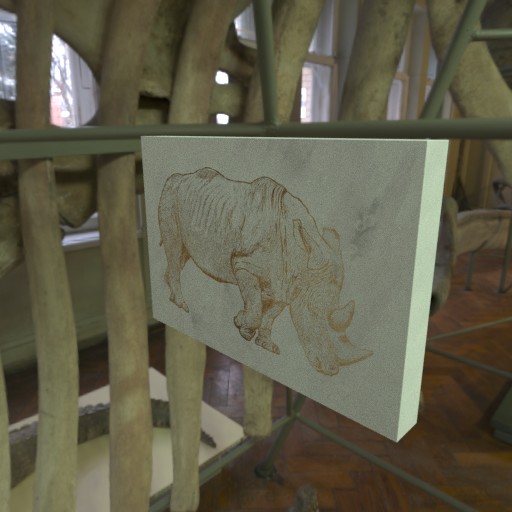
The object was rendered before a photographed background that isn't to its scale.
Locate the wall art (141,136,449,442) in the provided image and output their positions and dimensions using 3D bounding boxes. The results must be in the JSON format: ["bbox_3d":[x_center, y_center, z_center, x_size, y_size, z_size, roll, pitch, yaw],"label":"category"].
[{"bbox_3d":[0.000,0.000,0.492,0.381,0.254,0.038,15,22,42],"label":"wall art"}]
